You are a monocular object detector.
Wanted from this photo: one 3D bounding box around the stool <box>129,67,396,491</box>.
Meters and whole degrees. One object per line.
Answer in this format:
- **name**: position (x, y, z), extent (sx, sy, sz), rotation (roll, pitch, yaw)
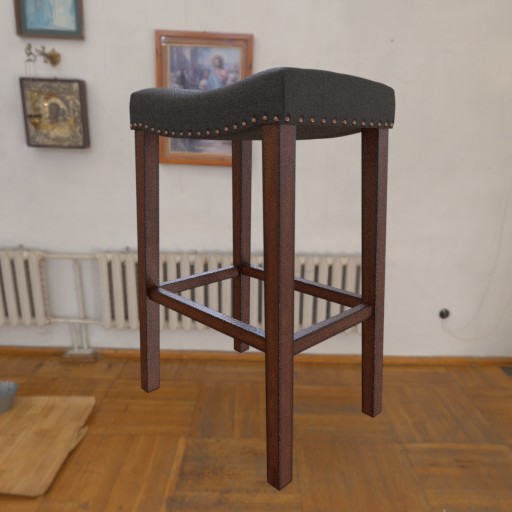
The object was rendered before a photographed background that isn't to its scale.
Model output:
- **stool**: position (0.000, 0.000, 1.037), extent (0.366, 0.760, 0.502), rotation (-14, 20, -42)
